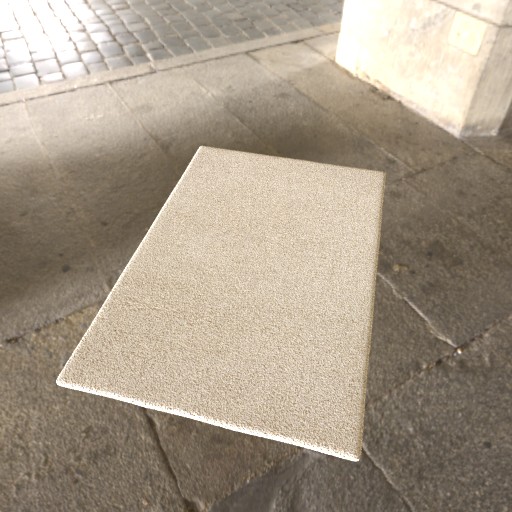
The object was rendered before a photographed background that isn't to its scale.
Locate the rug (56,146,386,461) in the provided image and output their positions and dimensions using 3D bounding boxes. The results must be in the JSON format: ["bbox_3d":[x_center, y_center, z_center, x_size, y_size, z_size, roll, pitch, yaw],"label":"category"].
[{"bbox_3d":[0.000,0.000,2.276,1.219,0.030,1.778,10,47,10],"label":"rug"}]
